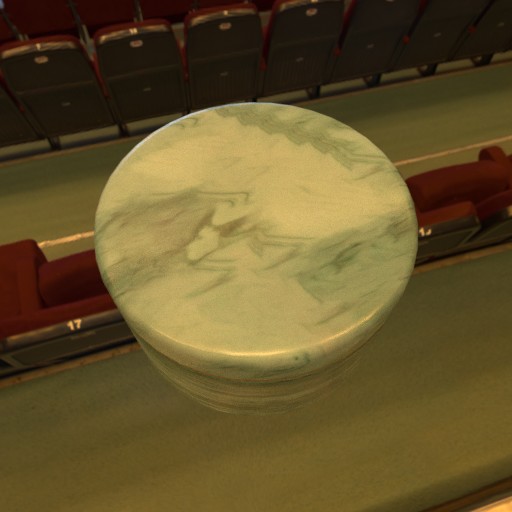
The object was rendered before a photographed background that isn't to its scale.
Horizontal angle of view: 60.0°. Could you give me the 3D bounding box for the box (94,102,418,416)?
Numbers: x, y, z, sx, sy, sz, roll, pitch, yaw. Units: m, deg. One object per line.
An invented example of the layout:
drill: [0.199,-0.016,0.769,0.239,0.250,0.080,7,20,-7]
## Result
box: [0.000,0.000,0.163,0.101,0.063,0.101,0,58,0]
